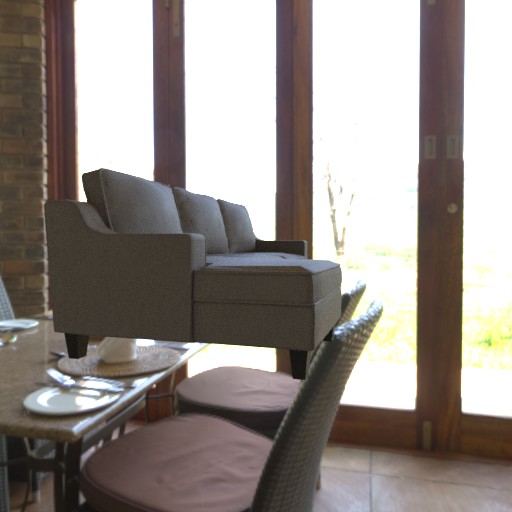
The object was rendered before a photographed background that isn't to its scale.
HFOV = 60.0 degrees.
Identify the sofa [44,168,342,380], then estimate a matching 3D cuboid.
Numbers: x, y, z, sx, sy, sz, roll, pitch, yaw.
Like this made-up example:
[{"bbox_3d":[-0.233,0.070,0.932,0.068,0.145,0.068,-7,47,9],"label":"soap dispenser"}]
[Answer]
[{"bbox_3d":[0.000,0.000,3.103,1.294,0.928,2.561,0,1,18],"label":"sofa"}]
